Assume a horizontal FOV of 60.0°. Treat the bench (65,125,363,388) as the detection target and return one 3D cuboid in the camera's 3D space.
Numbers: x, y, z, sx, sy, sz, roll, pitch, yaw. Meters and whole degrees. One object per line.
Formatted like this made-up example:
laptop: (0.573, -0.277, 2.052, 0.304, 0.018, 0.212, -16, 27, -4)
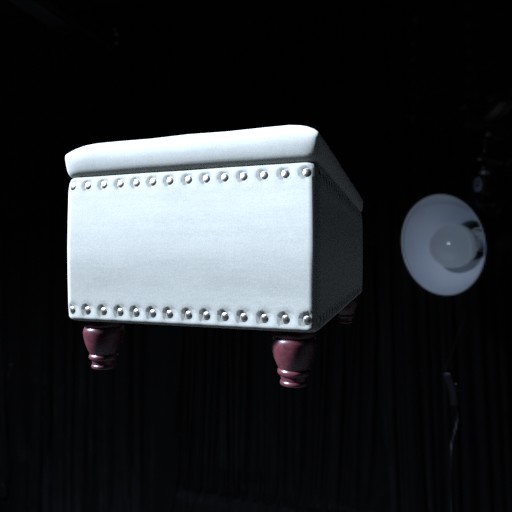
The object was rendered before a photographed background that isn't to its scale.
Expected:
bench: (0.000, 0.000, 1.200, 0.500, 0.449, 0.887, 0, 0, 18)
